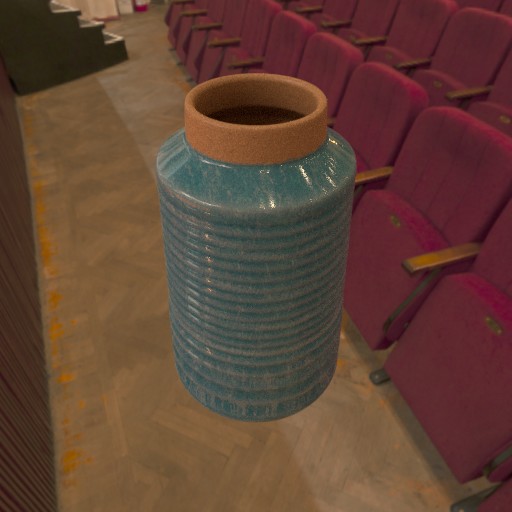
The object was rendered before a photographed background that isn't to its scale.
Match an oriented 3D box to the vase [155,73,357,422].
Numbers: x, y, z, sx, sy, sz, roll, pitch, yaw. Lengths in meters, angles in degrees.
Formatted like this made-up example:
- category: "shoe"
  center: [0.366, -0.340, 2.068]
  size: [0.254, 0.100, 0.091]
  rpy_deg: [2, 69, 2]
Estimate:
- category: "vase"
  center: [0.000, 0.000, 0.368]
  size: [0.163, 0.267, 0.163]
  rpy_deg: [0, 41, 0]
